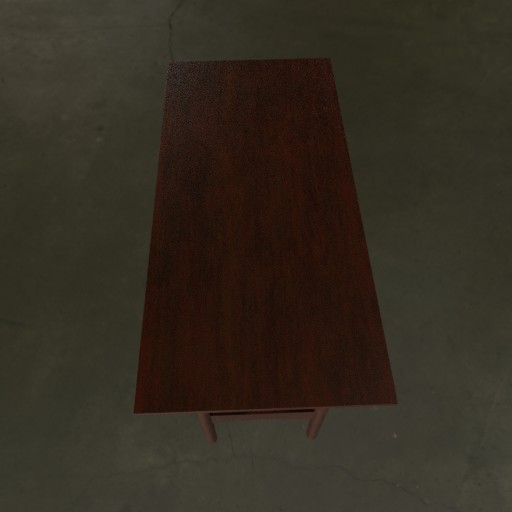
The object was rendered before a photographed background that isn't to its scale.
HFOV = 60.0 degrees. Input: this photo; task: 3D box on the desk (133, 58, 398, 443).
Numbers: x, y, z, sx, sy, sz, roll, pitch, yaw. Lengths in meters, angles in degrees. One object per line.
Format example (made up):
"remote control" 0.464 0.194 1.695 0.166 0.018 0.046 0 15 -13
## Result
"desk" 0.000 0.000 1.674 0.612 0.758 1.277 -2 59 -1
